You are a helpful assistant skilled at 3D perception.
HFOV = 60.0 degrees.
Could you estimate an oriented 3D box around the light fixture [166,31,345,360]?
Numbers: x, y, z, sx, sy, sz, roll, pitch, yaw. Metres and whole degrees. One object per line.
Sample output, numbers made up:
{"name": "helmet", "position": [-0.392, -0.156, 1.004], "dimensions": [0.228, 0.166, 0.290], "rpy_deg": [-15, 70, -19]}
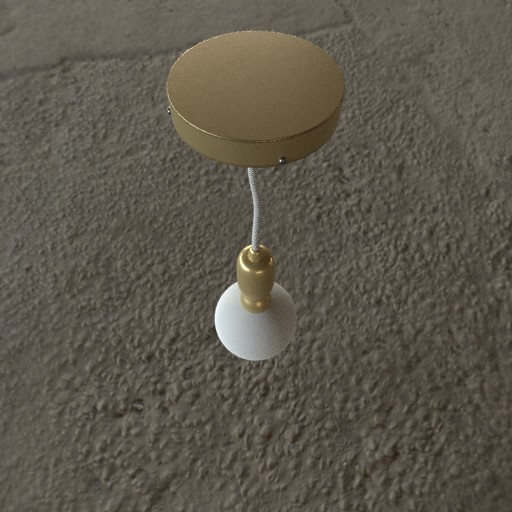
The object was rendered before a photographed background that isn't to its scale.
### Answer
{"name": "light fixture", "position": [0.000, 0.000, 0.569], "dimensions": [0.147, 0.510, 0.146], "rpy_deg": [-14, 58, -9]}
